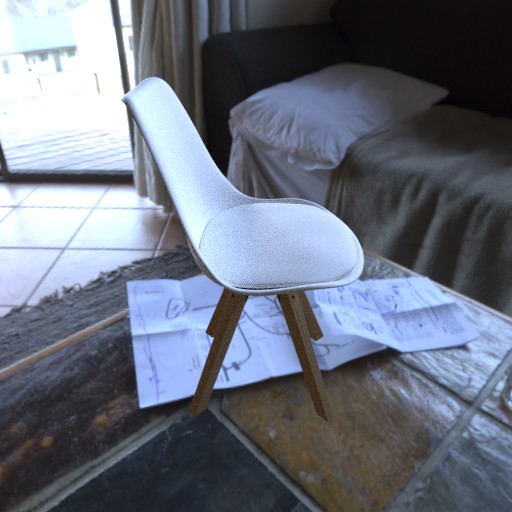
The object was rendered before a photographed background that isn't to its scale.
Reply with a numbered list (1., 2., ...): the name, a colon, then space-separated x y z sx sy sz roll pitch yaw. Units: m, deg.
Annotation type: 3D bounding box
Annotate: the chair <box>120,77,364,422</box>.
1. chair: 0.000 0.000 1.170 0.550 0.849 0.485 1 32 2
